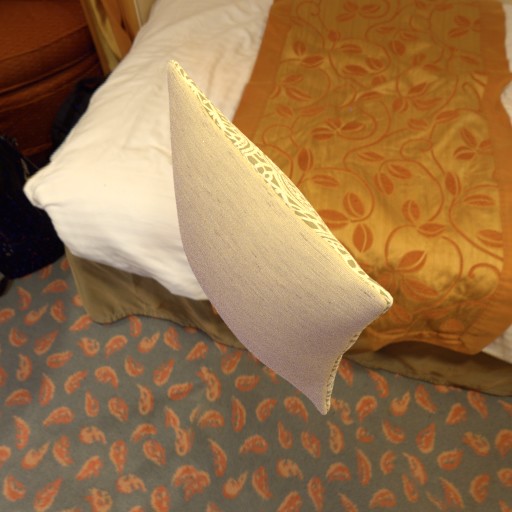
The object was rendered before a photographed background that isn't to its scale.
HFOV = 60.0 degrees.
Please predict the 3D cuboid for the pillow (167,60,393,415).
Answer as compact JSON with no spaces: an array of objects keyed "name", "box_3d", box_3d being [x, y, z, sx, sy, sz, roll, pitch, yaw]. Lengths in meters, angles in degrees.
[{"name":"pillow","box_3d":[0.000,0.000,0.666,0.167,0.421,0.438,-29,62,-17]}]
